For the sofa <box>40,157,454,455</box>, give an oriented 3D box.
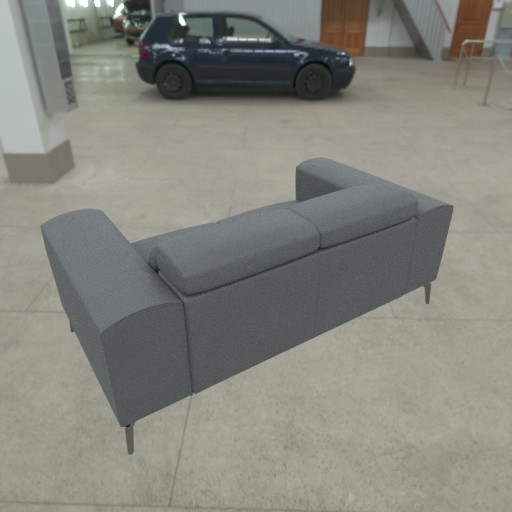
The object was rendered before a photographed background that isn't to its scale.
[{"bbox_3d":[0.000,0.000,2.354,1.895,0.779,1.003,-18,35,-29],"label":"sofa"}]
